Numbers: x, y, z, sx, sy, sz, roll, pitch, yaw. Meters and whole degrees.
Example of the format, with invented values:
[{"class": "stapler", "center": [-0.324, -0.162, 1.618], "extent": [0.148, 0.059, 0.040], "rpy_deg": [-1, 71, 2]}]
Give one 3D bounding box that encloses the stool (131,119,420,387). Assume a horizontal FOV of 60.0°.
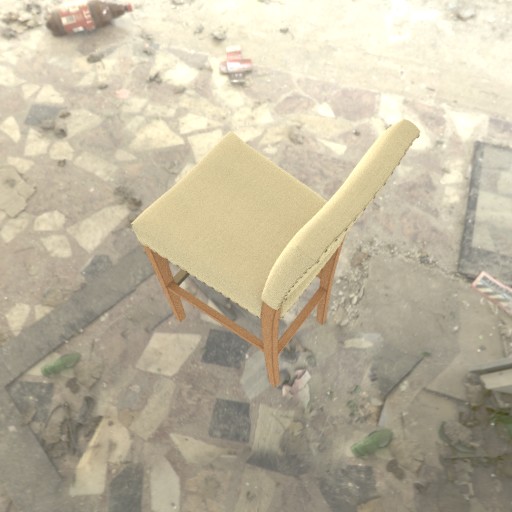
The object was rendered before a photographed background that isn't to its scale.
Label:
[{"class": "stool", "center": [0.000, 0.000, 1.366], "extent": [0.546, 1.143, 0.428], "rpy_deg": [35, 68, 17]}]
